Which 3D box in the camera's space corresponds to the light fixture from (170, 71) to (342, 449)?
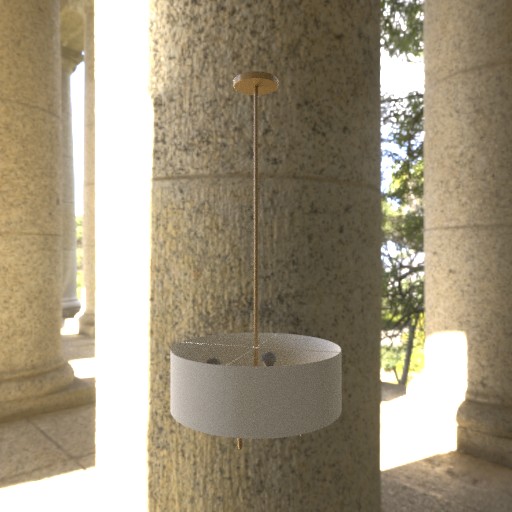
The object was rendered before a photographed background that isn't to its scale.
[{"bbox_3d":[0.000,0.000,1.344,0.508,1.067,0.508,0,0,0],"label":"light fixture"}]
